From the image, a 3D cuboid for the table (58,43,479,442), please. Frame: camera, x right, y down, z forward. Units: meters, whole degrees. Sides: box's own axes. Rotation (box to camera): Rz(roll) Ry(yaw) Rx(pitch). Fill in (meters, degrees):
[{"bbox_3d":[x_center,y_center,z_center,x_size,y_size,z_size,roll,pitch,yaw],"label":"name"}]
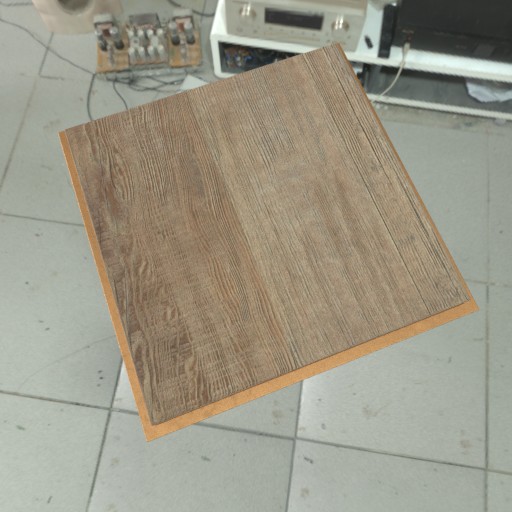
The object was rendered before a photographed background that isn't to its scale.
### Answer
[{"bbox_3d":[0.000,0.000,1.066,0.599,0.584,0.599,-20,75,-6],"label":"table"}]
